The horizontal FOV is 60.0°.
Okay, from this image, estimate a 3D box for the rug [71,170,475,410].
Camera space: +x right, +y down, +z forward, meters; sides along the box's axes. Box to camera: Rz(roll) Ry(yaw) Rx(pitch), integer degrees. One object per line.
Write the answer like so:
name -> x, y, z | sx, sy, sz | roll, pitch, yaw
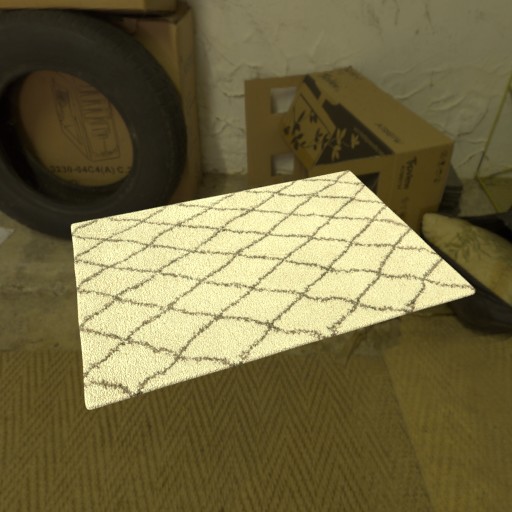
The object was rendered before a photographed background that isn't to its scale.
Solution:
rug -> 0.000, 0.000, 2.301 | 1.778, 0.030, 1.219 | -13, 42, -15
